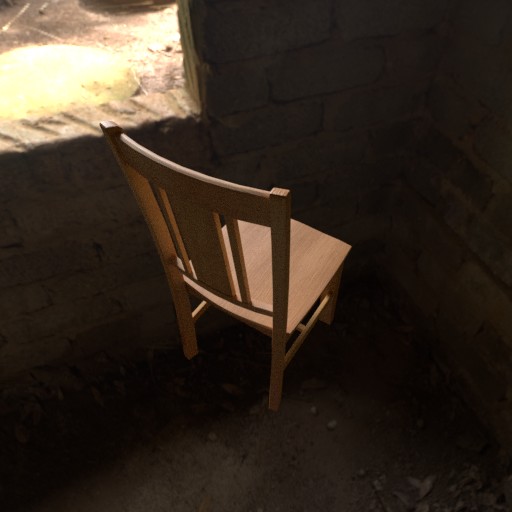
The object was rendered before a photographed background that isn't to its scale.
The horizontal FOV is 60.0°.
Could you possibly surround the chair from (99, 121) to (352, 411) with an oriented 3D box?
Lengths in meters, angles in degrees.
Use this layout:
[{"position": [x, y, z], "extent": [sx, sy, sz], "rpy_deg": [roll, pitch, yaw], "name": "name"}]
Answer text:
[{"position": [0.000, 0.000, 1.346], "extent": [0.450, 0.998, 0.556], "rpy_deg": [25, 51, 22], "name": "chair"}]
